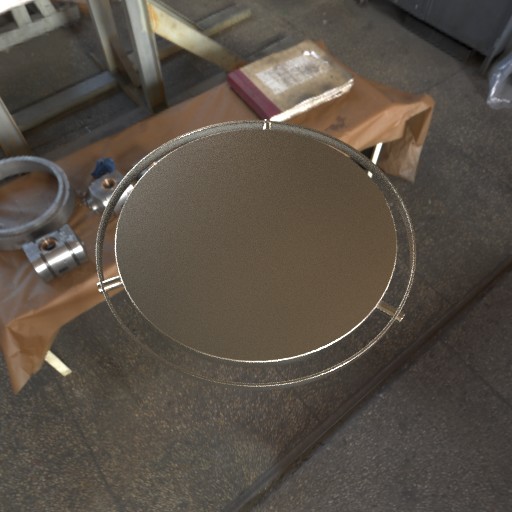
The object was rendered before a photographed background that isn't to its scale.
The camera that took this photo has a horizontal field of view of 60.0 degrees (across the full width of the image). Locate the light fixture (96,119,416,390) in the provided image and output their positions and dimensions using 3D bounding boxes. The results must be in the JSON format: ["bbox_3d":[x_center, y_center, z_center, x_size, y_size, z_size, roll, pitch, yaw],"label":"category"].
[{"bbox_3d":[0.000,0.000,0.559,0.361,0.130,0.361,0,58,0],"label":"light fixture"}]
